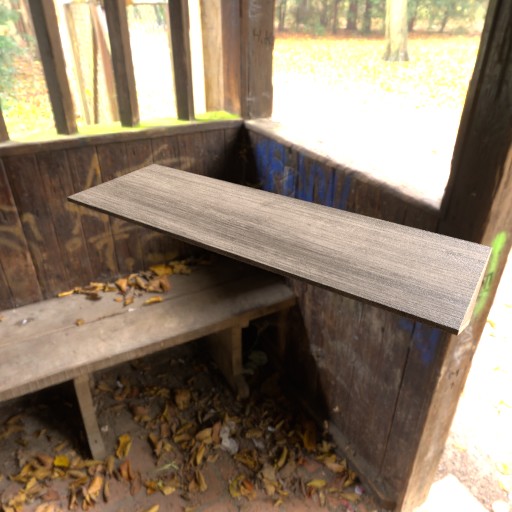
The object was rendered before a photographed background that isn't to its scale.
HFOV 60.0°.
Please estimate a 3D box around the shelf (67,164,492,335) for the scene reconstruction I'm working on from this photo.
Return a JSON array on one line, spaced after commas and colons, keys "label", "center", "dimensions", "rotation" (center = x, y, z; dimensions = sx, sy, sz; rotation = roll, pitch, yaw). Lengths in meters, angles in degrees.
[{"label": "shelf", "center": [0.000, 0.000, 0.684], "dimensions": [0.610, 0.125, 0.200], "rotation": [18, 35, 28]}]
